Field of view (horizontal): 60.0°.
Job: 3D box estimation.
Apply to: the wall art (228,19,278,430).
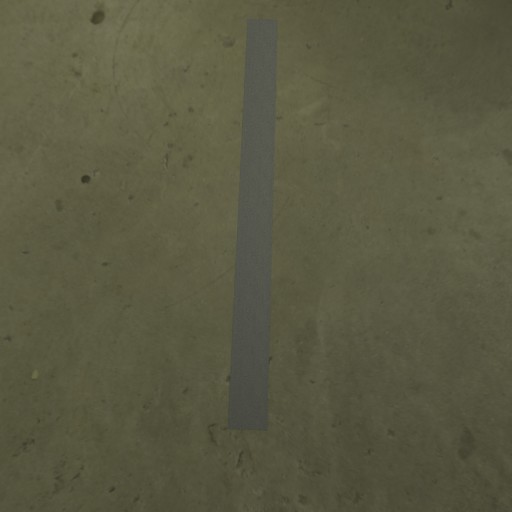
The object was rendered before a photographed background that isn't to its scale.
[{"bbox_3d":[0.000,0.000,0.763,0.040,0.509,0.509,2,74,1],"label":"wall art"}]
